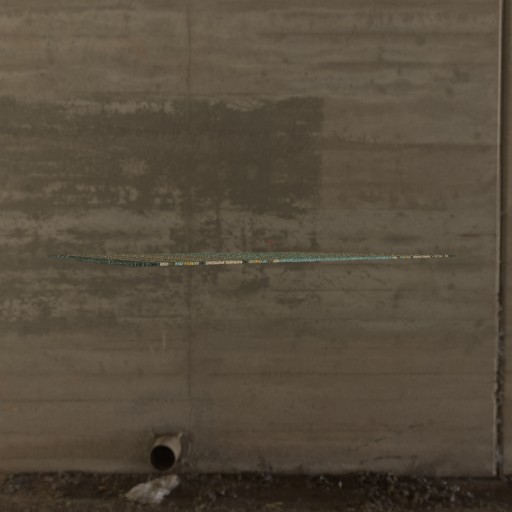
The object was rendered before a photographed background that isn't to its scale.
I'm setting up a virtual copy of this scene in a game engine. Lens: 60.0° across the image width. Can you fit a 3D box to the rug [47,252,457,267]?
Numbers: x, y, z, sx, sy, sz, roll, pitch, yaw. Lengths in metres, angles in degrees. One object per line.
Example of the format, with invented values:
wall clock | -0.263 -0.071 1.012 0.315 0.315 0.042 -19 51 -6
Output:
rug | 0.000 0.000 2.357 1.811 0.010 1.212 -1 2 -36
